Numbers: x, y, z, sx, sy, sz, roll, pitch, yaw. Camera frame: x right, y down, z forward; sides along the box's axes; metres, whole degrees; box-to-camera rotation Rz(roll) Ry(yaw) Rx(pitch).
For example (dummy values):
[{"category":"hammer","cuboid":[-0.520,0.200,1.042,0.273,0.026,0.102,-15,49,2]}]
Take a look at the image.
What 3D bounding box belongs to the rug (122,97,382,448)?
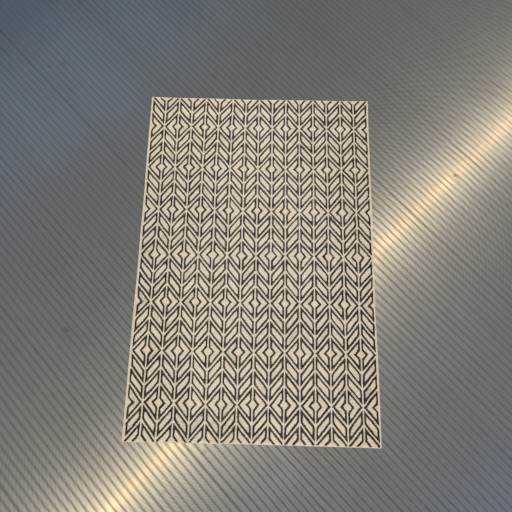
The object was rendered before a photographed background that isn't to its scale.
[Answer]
[{"category":"rug","cuboid":[0.000,0.000,2.294,1.220,0.007,1.828,1,76,0]}]
